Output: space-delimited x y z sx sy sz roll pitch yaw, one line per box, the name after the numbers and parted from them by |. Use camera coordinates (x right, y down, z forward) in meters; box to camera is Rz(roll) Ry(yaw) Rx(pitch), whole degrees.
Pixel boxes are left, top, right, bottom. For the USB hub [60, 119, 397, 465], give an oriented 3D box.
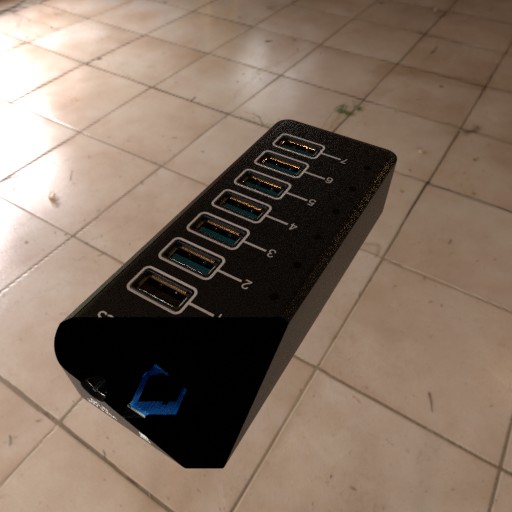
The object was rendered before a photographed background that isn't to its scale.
0.000 0.000 0.128 0.044 0.023 0.110 24 52 21 | USB hub
